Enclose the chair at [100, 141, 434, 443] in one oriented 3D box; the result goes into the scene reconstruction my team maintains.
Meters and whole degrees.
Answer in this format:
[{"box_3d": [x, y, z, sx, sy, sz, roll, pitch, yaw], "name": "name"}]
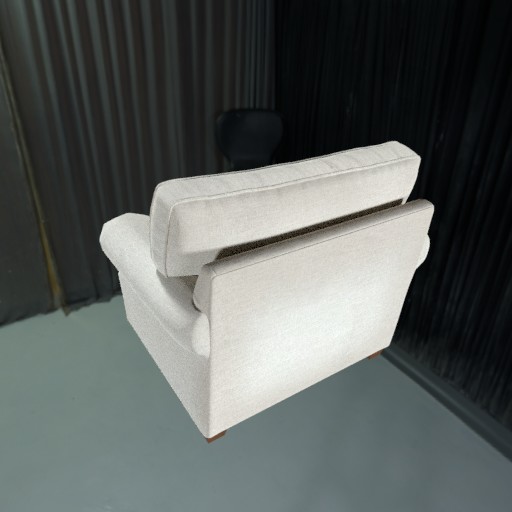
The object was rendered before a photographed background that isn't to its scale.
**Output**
[{"box_3d": [0.000, 0.000, 1.861, 1.092, 0.961, 0.965, -17, 33, -29], "name": "chair"}]
